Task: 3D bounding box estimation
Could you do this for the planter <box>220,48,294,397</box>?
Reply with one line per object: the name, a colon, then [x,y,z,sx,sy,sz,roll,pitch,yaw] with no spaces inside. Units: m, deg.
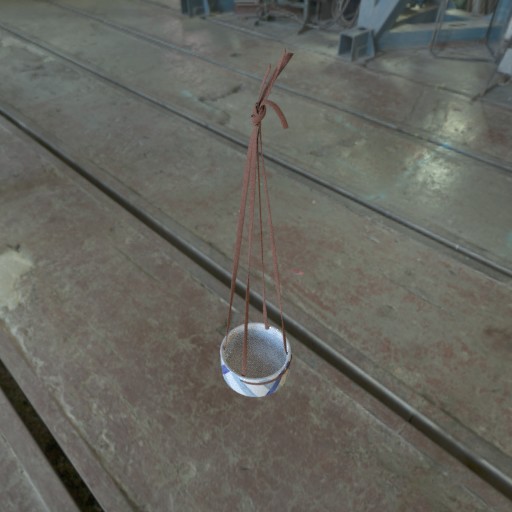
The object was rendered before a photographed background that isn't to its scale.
planter: [0.000,0.000,0.820,0.166,0.751,0.166,0,42,0]
